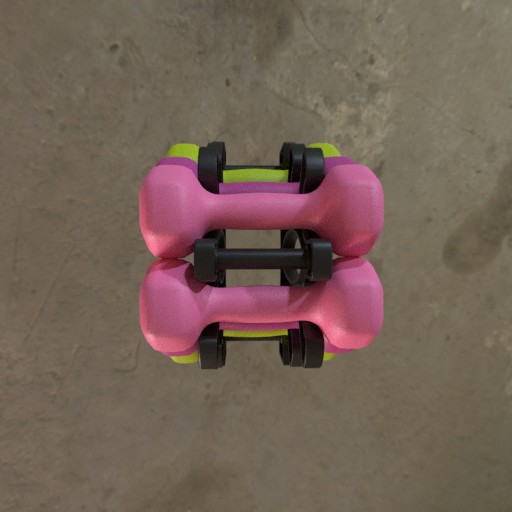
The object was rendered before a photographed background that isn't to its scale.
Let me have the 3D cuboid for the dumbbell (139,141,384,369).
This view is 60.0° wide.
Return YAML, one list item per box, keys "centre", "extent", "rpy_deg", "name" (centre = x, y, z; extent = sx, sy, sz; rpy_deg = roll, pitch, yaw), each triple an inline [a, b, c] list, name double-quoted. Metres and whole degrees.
- centre: [0.000, 0.000, 0.433]
  extent: [0.203, 0.261, 0.257]
  rpy_deg: [0, 91, -2]
  name: "dumbbell"
